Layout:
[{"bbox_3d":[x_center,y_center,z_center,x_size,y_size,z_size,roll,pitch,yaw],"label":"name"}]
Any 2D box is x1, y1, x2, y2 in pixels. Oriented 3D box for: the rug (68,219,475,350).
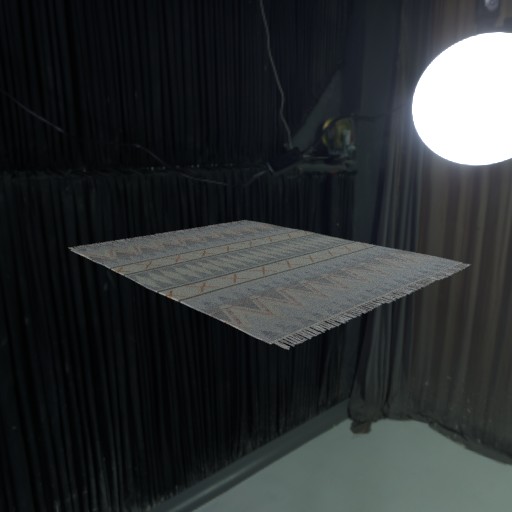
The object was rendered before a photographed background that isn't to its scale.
[{"bbox_3d":[0.000,0.000,4.077,2.371,0.012,3.000,-13,20,-41],"label":"rug"}]
